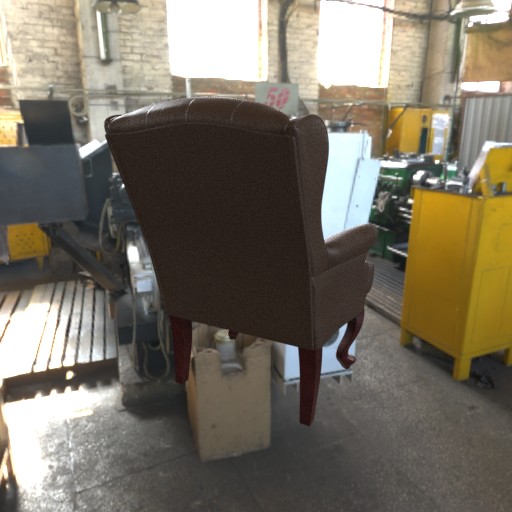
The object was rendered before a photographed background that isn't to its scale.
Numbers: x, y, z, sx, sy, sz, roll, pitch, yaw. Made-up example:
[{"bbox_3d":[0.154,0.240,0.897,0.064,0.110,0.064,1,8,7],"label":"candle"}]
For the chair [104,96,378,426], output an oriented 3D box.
[{"bbox_3d":[0.000,0.000,1.719,0.829,1.132,0.819,9,19,27],"label":"chair"}]
